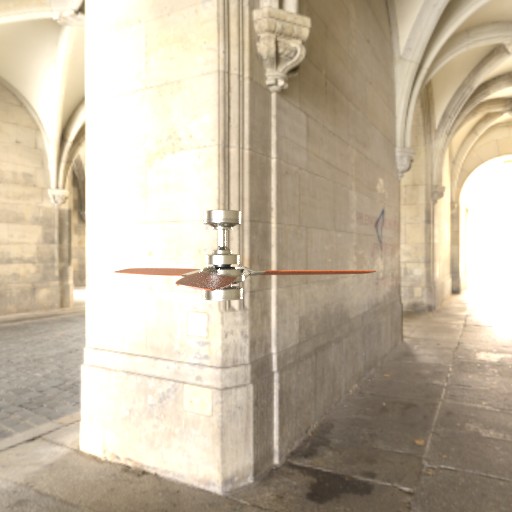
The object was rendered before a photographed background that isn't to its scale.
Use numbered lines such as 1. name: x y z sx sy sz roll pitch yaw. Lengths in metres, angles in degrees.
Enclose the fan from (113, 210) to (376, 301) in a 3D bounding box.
1. fan: 0.000 0.000 2.057 1.271 0.410 1.416 0 0 -18
